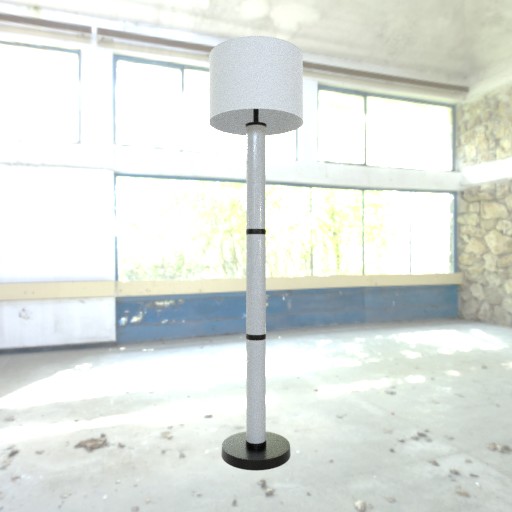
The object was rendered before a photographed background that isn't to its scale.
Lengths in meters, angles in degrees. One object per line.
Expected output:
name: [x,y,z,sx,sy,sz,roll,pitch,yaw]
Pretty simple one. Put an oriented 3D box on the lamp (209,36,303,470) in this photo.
lamp: [0.000,0.000,1.788,0.377,1.599,0.377,0,0,-19]
